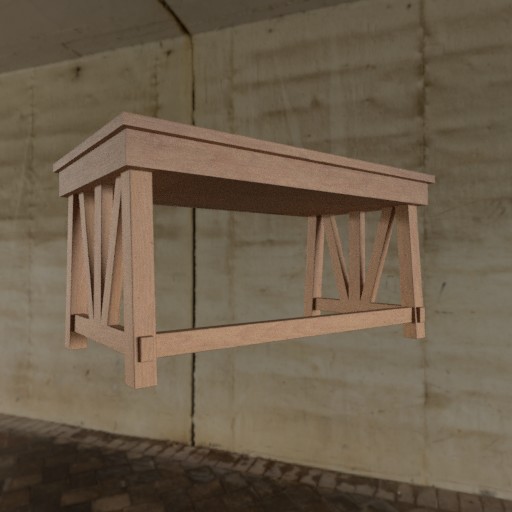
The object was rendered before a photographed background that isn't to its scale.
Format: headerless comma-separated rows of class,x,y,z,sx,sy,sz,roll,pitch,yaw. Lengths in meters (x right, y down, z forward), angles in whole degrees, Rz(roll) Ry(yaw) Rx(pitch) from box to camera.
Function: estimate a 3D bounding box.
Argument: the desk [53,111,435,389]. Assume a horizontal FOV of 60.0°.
desk,0.000,0.000,1.963,1.499,0.762,0.813,1,-1,-37
